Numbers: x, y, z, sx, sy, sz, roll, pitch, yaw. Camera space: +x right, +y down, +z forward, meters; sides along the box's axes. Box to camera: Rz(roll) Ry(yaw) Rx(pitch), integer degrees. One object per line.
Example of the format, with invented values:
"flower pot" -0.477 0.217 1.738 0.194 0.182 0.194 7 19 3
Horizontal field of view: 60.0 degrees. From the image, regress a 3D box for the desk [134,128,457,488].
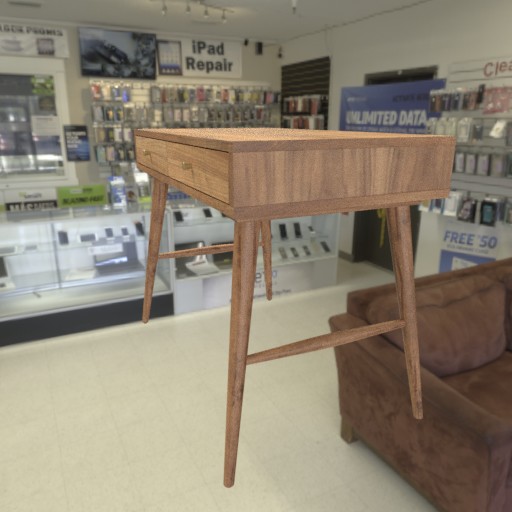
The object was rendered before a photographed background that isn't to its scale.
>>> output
"desk" 0.000 0.000 1.404 0.588 0.758 0.949 -8 19 -24
